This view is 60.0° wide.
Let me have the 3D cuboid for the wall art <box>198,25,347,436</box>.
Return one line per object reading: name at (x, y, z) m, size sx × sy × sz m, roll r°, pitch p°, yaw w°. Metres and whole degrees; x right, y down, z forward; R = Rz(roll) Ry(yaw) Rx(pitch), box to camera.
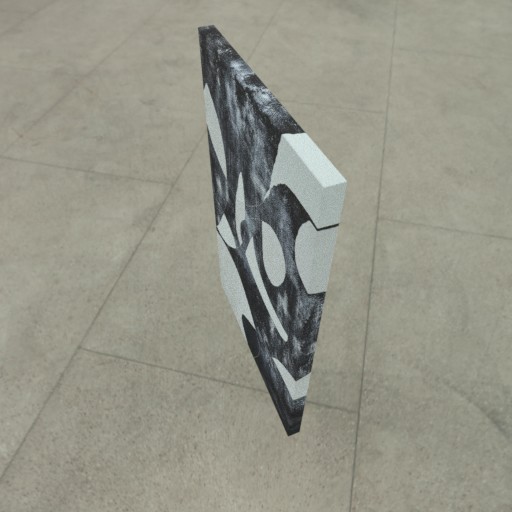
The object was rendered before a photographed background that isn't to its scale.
wall art at (0.000, 0.000, 1.143) m, size 0.041 × 0.915 × 0.610 m, roll -16°, pitch 50°, yaw -14°
